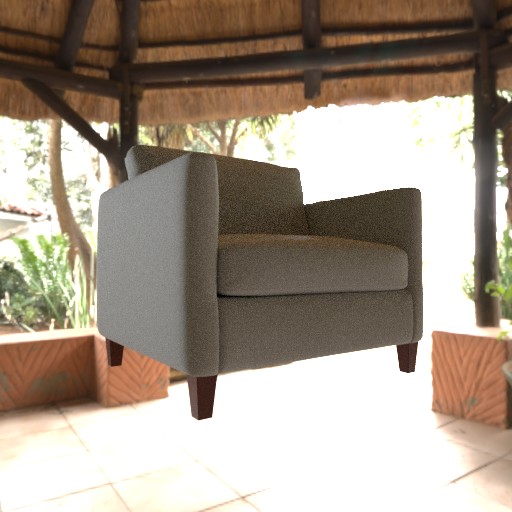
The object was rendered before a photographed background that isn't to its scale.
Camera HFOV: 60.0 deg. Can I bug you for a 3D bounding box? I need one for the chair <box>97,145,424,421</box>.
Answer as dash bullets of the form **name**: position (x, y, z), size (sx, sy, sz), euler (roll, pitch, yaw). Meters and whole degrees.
- **chair**: position (0.000, 0.000, 1.896), size (1.107, 0.961, 0.953), euler (1, -1, -35)
